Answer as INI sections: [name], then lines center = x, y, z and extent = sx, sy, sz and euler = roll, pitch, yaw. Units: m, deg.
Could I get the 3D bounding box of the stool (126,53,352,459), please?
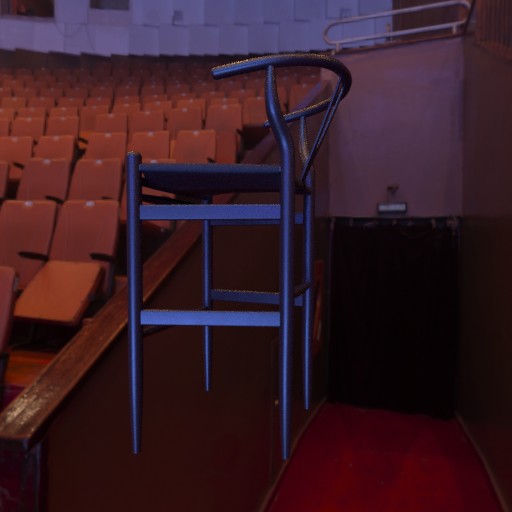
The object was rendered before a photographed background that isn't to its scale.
[stool]
center = 0.000, 0.000, 1.387
extent = 0.579, 1.072, 0.569
euler = 1, 2, 16
